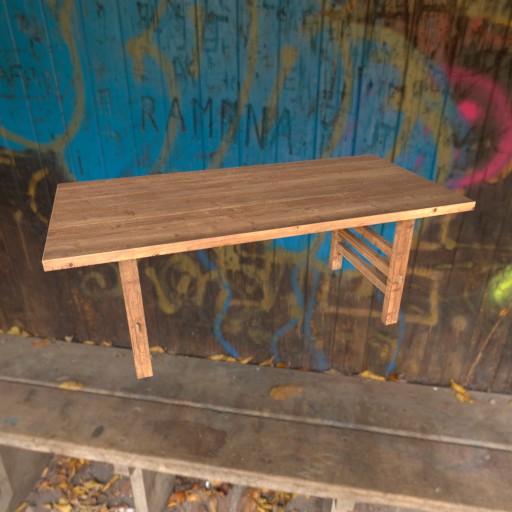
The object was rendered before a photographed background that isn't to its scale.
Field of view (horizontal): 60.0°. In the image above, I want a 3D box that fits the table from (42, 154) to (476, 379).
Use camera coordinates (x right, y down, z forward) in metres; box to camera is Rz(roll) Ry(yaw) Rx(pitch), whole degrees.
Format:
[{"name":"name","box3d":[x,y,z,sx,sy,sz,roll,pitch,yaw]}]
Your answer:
[{"name":"table","box3d":[0.000,0.000,2.515,2.003,0.760,0.952,-9,29,-16]}]
